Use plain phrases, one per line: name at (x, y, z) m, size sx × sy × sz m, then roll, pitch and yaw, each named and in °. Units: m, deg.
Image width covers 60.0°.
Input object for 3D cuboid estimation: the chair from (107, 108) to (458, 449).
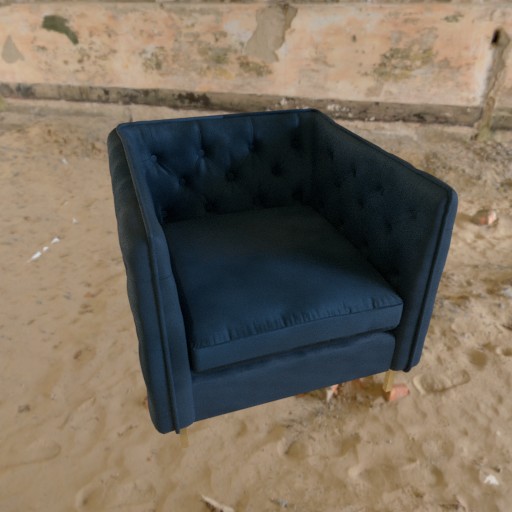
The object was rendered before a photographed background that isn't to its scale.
chair at (0.000, 0.000, 1.528) m, size 0.868 × 0.771 × 0.877 m, roll -10°, pitch 32°, yaw -15°
